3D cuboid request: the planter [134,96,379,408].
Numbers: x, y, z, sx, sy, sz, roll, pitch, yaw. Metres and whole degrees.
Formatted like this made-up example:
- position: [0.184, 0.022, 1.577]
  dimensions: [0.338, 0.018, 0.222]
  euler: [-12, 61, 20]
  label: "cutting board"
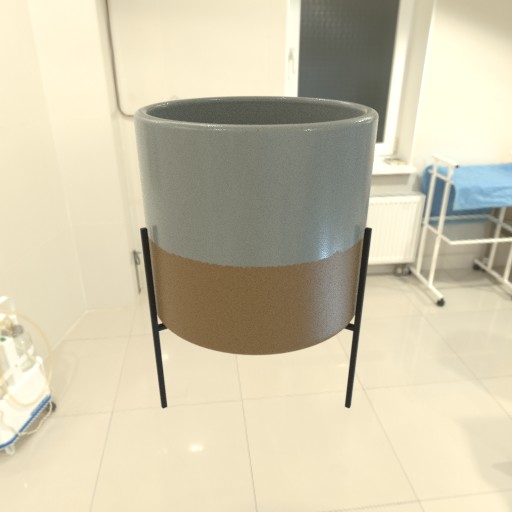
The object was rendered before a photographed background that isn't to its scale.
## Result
- position: [0.000, 0.000, 0.747]
  dimensions: [0.348, 0.480, 0.360]
  euler: [0, 25, 0]
  label: "planter"
